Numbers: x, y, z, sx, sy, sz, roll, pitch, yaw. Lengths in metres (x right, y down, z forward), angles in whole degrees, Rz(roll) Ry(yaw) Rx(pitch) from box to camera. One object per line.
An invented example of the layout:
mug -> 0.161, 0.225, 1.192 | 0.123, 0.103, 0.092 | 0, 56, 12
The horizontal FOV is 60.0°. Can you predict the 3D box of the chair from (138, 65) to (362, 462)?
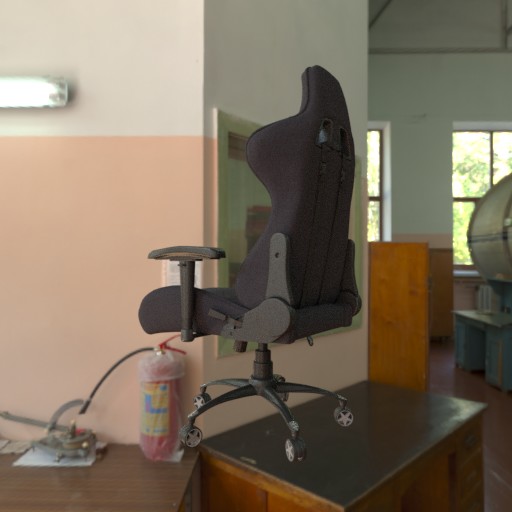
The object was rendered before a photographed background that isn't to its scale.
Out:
chair -> 0.000, 0.000, 1.723 | 0.695, 1.300, 0.730 | 0, -1, 35
